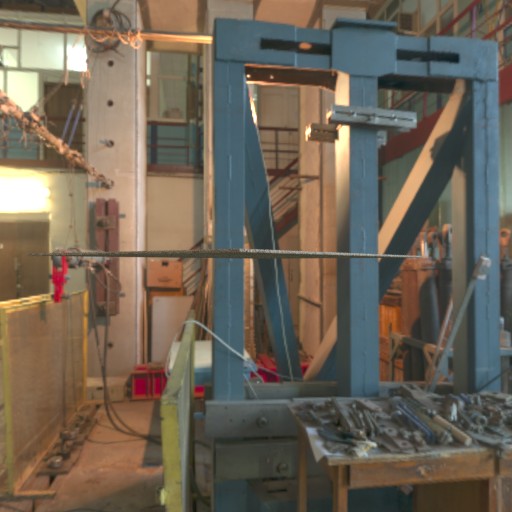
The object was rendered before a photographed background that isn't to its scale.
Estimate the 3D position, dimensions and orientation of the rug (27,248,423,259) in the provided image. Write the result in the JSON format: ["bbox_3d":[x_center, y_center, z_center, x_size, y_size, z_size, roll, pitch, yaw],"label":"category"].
[{"bbox_3d":[0.000,0.000,2.975,1.547,0.013,2.283,-1,-1,36],"label":"rug"}]
